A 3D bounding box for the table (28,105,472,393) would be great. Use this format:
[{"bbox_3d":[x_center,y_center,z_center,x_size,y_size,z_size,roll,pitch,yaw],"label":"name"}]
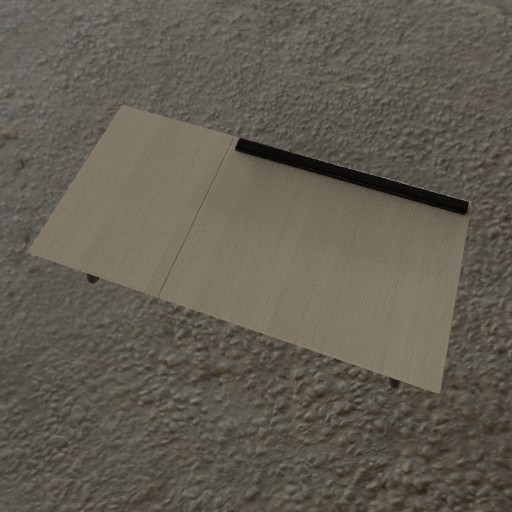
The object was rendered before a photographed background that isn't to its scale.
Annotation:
[{"bbox_3d":[0.000,0.000,0.809,0.644,0.242,0.322,18,65,8],"label":"table"}]
